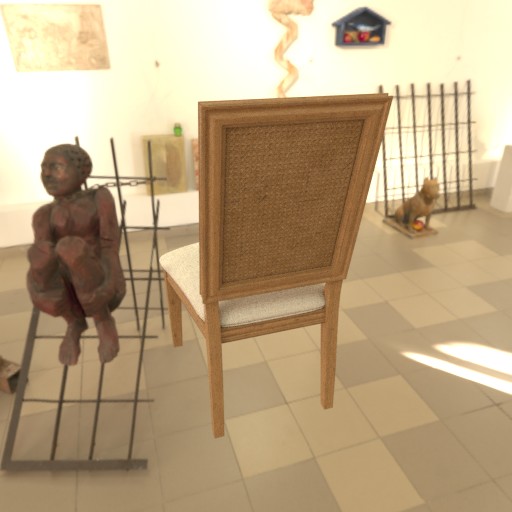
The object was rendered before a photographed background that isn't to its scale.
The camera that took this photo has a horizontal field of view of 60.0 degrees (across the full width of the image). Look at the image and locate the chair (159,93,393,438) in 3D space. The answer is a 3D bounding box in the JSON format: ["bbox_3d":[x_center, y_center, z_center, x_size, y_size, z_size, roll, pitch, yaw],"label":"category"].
[{"bbox_3d":[0.000,0.000,1.353,0.536,0.988,0.601,-8,28,-16],"label":"chair"}]
